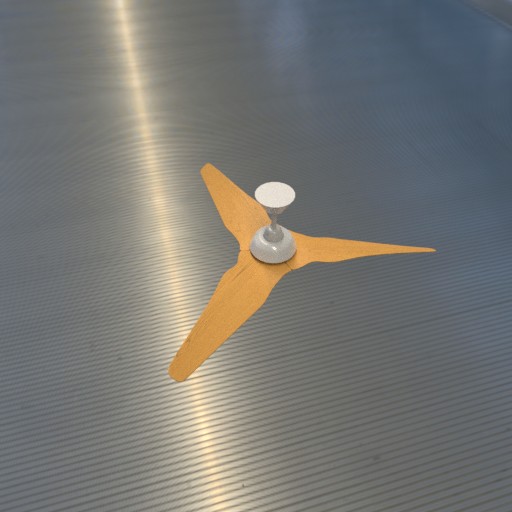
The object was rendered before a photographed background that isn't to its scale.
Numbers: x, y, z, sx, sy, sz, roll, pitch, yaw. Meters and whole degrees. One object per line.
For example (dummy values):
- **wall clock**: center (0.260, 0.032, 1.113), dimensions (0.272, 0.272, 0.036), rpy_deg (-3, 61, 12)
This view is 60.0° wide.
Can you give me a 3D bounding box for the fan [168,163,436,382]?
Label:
- **fan**: center (0.000, 0.000, 1.619), dimensions (1.142, 0.355, 1.010), rpy_deg (22, 50, 19)
